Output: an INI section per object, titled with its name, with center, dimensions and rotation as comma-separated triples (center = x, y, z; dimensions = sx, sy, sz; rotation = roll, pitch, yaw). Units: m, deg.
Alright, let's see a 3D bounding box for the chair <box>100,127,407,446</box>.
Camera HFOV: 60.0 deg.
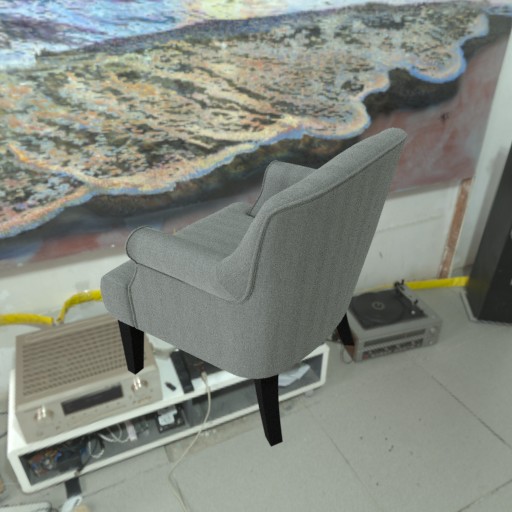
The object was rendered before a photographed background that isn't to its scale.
[chair]
center = 0.000, 0.000, 1.462
dimensions = 0.755, 0.880, 0.772
rotation = 20, 36, 30
